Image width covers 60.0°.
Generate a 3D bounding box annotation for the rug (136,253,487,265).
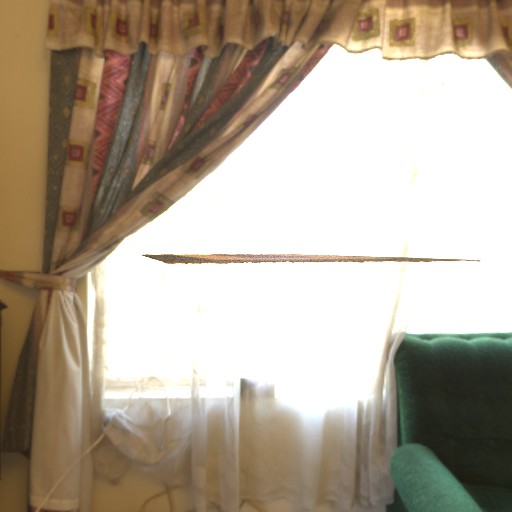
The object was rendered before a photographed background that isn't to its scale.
[{"bbox_3d":[0.000,0.000,1.869,0.920,0.013,1.541,0,1,-18],"label":"rug"}]
